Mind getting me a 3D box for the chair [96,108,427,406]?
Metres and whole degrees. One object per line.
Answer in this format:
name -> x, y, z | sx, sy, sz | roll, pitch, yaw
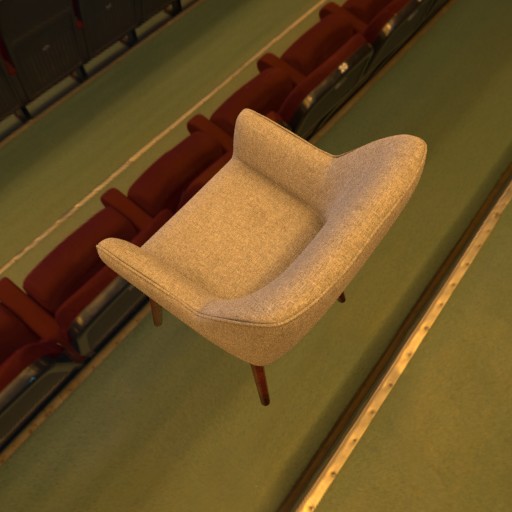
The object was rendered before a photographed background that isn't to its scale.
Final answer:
chair -> 0.000, 0.000, 1.142 | 0.519, 0.803, 0.543 | 35, 68, 16
